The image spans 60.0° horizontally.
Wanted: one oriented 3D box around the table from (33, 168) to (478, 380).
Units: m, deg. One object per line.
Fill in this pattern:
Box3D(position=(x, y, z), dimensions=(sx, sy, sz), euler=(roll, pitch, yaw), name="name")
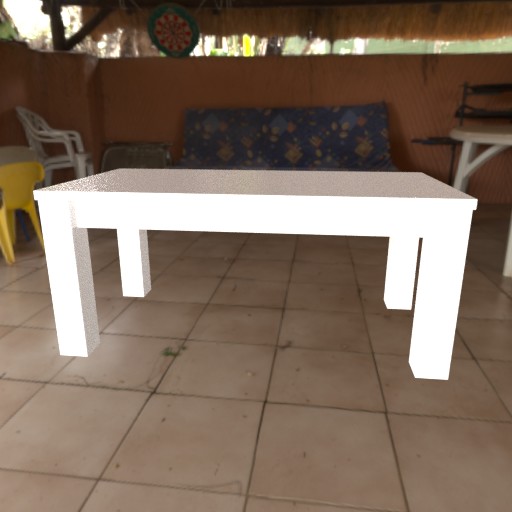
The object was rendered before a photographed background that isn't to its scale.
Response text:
Box3D(position=(0.000, 0.000, 2.324), dimensions=(1.800, 0.790, 0.900), euler=(2, 17, 7), name="table")
